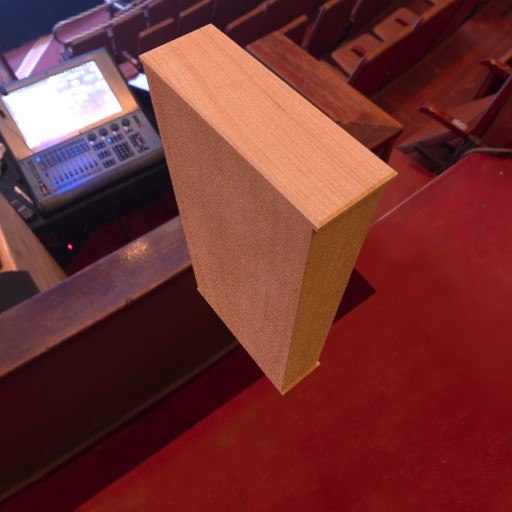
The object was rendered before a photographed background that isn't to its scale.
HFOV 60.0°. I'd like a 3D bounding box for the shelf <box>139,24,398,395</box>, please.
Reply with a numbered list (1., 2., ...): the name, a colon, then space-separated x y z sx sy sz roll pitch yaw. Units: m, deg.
1. shelf: 0.000 0.000 1.229 0.175 1.030 0.520 -34 65 -18
